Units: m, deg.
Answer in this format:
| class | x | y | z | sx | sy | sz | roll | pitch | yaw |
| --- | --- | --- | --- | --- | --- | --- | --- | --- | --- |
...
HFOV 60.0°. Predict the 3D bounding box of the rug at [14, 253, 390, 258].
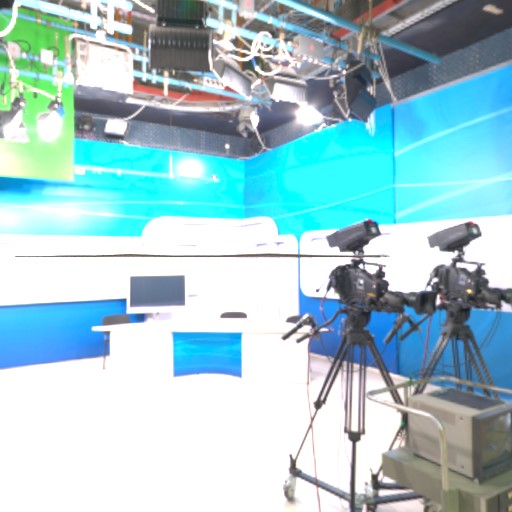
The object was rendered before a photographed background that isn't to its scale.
| class | x | y | z | sx | sy | sz | roll | pitch | yaw |
| --- | --- | --- | --- | --- | --- | --- | --- | --- | --- |
| rug | 0.000 | 0.000 | 4.263 | 2.428 | 0.027 | 3.333 | 0 | 0 | 18 |
